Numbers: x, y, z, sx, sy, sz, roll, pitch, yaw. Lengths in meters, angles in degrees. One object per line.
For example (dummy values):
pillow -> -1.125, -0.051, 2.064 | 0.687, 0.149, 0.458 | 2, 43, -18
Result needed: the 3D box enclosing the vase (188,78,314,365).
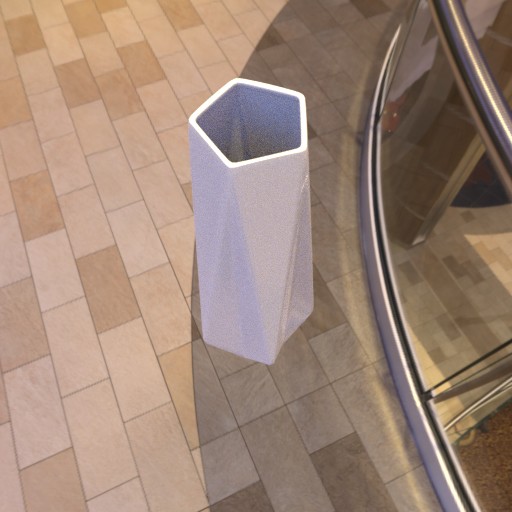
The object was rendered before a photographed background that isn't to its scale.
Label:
vase -> 0.000, 0.000, 0.389 | 0.122, 0.329, 0.116 | 17, 63, 9
